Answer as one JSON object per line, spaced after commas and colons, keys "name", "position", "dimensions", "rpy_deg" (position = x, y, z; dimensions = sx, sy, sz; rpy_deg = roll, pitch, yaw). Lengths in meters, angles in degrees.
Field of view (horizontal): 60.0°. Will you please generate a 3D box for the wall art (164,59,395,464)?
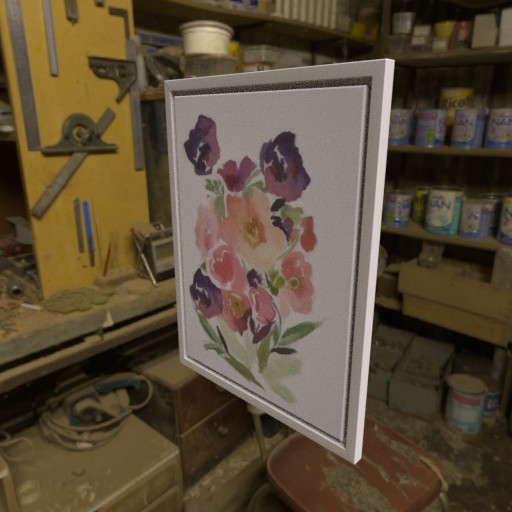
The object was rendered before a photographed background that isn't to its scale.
{"name": "wall art", "position": [0.000, 0.000, 1.376], "dimensions": [0.805, 1.056, 0.042], "rpy_deg": [15, 23, 41]}
